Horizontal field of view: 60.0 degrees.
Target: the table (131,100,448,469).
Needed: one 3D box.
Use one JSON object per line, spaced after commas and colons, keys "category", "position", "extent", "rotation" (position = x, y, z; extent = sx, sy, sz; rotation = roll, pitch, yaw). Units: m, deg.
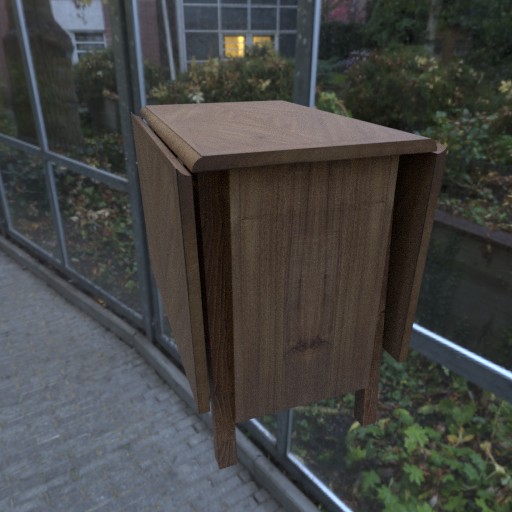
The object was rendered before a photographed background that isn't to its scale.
{"category": "table", "position": [0.000, 0.000, 1.641], "extent": [0.701, 0.981, 0.967], "rotation": [-9, 26, -18]}
